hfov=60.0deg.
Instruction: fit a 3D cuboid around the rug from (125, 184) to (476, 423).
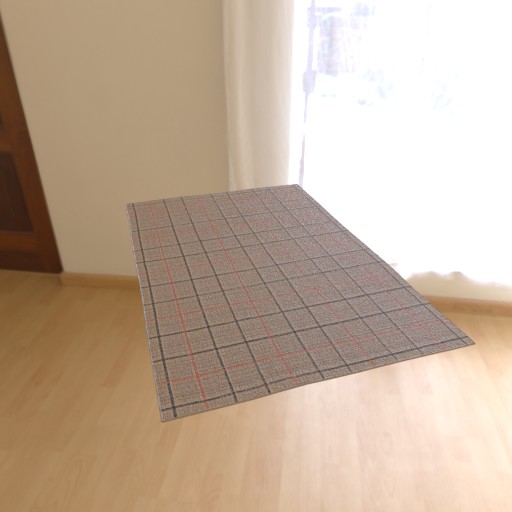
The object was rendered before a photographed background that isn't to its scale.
[{"bbox_3d":[0.000,0.000,2.326,1.220,0.013,1.829,-9,31,-15],"label":"rug"}]
